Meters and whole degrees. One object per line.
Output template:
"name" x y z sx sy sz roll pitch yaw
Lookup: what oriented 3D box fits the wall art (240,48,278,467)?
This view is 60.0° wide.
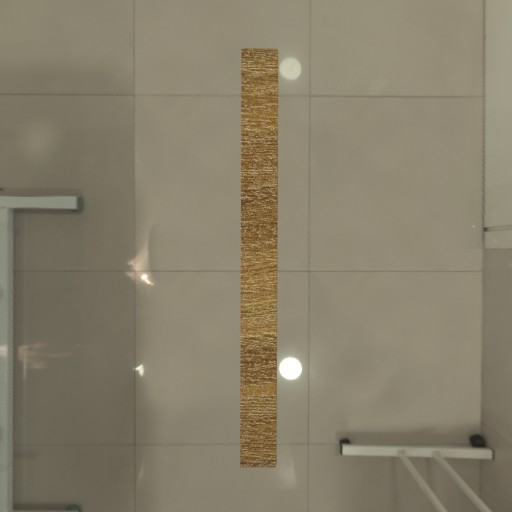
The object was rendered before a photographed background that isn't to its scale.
"wall art" 0.000 0.000 0.629 0.039 0.403 0.406 0 91 -1
